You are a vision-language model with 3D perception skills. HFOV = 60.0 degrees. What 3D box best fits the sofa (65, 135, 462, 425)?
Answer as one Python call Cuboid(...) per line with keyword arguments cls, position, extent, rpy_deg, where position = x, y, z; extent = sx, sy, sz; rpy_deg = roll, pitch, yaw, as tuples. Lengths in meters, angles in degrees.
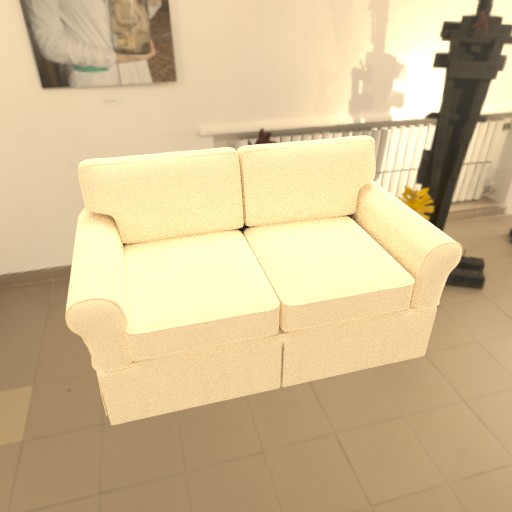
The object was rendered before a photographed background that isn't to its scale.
Cuboid(cls="sofa", position=(0.000, 0.000, 2.279), extent=(1.727, 0.940, 0.991), rpy_deg=(-8, 32, -13))
